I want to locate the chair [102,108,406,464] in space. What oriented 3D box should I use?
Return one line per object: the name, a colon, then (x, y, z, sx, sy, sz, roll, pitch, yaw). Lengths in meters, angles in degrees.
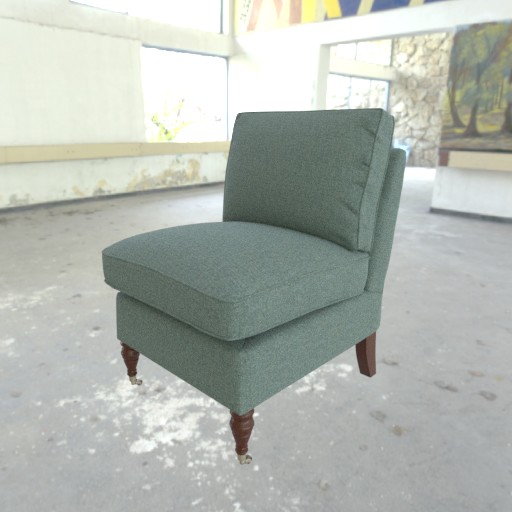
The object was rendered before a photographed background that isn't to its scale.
chair: (0.000, 0.000, 1.426, 0.624, 0.901, 0.796, 15, 22, 42)
